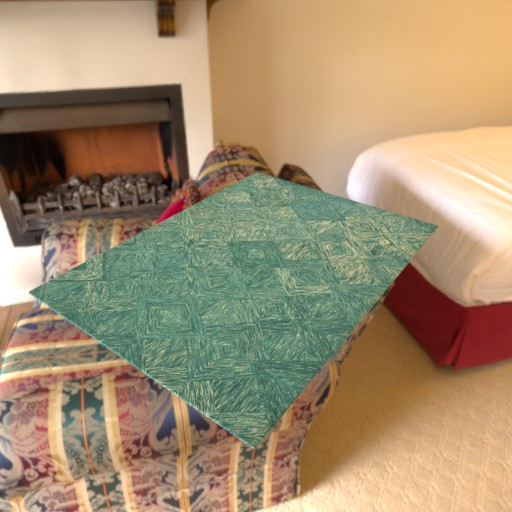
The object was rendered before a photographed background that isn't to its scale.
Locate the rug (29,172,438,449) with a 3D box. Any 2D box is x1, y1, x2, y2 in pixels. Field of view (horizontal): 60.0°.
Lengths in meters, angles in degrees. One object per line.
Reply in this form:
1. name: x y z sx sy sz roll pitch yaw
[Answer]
1. rug: 0.000 0.000 4.221 2.405 0.027 3.217 23 40 30
